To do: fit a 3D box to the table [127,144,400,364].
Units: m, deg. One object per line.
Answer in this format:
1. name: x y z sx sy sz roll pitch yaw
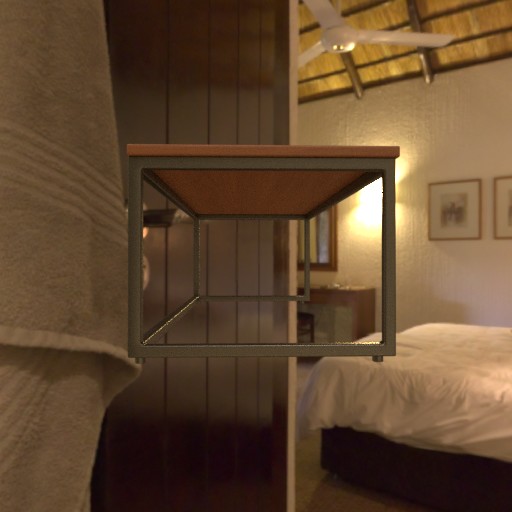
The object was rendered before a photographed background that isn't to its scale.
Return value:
1. table: 0.000 0.000 1.357 0.500 0.400 1.100 0 0 -2
